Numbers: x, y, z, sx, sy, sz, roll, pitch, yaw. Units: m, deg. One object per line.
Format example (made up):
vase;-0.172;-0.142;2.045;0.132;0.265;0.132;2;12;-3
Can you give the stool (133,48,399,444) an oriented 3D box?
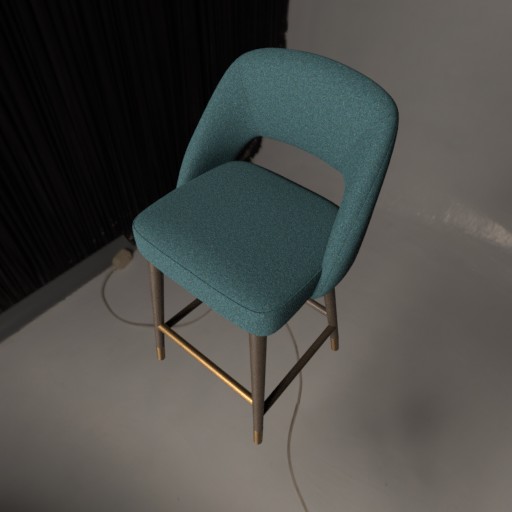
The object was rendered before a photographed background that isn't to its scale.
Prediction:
stool;0.000;0.000;1.230;0.536;0.939;0.522;32;54;26
